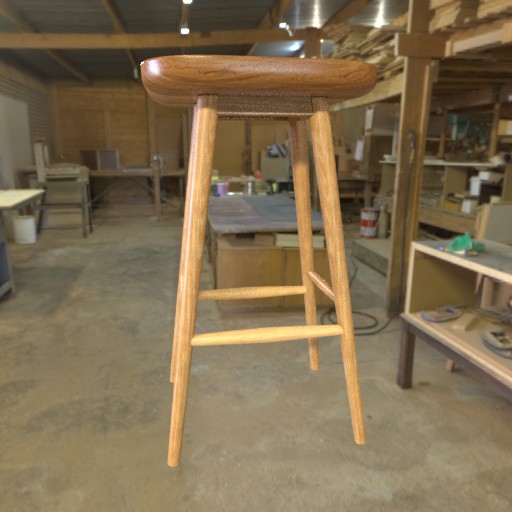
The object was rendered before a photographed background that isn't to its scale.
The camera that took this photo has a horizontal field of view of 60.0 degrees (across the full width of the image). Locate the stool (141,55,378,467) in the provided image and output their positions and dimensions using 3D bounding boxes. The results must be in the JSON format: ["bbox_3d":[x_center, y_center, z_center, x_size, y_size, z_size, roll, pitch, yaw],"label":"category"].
[{"bbox_3d":[0.000,0.000,0.906,0.407,0.698,0.322,-2,14,-10],"label":"stool"}]
